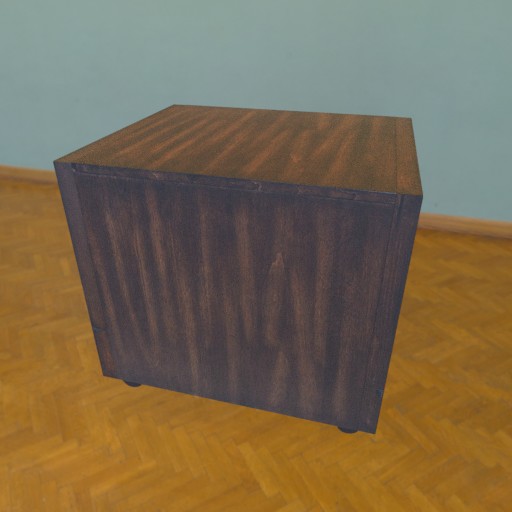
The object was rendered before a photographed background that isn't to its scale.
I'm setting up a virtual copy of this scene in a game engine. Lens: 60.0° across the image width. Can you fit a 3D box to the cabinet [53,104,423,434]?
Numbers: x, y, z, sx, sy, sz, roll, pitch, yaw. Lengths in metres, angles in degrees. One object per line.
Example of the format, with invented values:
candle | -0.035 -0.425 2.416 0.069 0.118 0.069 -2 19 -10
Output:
cabinet | 0.000 0.000 0.839 0.500 0.455 0.402 8 31 13
